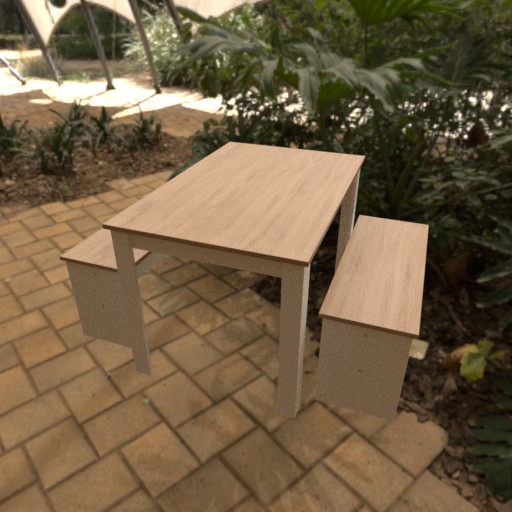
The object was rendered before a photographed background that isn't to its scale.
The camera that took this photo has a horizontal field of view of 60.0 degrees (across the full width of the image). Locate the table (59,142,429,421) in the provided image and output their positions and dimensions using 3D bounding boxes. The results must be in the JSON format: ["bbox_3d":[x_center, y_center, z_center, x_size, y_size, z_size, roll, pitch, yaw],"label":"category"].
[{"bbox_3d":[0.000,0.000,2.035,1.443,0.700,1.100,11,32,18],"label":"table"}]
